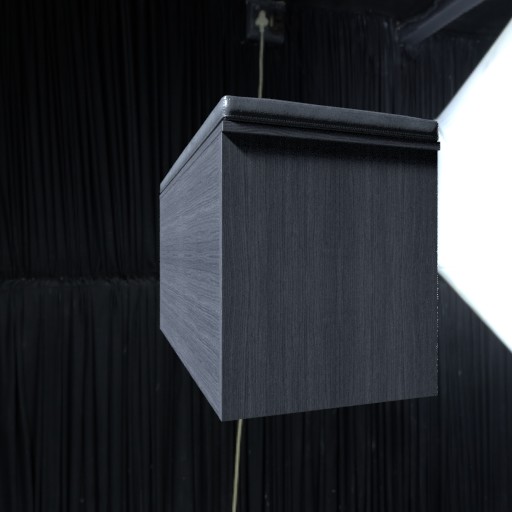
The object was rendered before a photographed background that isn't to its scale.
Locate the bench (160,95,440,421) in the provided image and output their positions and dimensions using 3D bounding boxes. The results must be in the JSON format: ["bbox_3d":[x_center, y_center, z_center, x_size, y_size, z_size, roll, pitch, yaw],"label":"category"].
[{"bbox_3d":[0.000,0.000,1.160,0.401,0.501,0.905,0,0,-18],"label":"bench"}]
